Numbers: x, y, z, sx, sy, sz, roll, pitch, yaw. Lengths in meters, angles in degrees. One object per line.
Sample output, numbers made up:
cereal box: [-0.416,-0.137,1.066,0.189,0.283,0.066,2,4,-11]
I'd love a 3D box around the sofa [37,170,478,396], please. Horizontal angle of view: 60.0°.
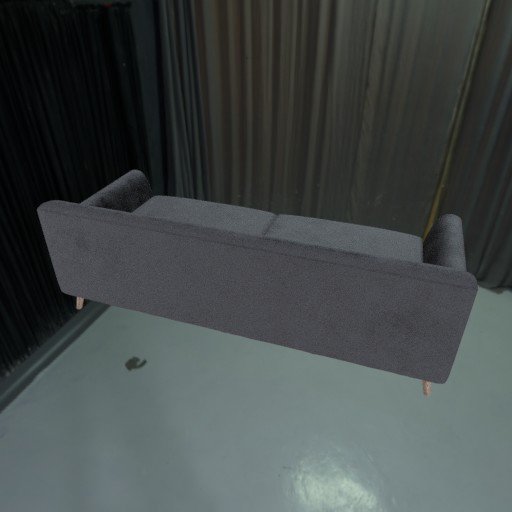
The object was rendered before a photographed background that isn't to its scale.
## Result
sofa: [0.000,0.000,2.597,2.190,0.740,0.900,11,34,16]
